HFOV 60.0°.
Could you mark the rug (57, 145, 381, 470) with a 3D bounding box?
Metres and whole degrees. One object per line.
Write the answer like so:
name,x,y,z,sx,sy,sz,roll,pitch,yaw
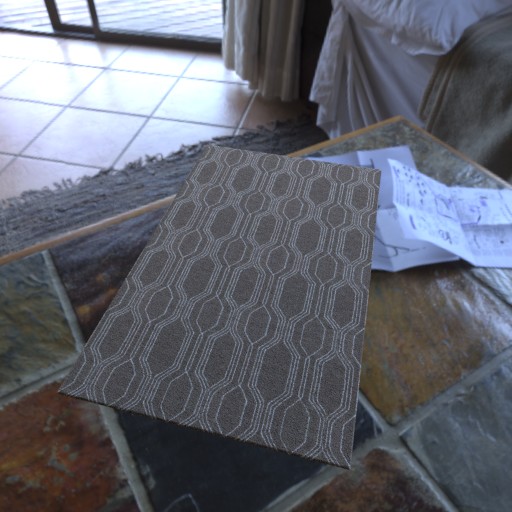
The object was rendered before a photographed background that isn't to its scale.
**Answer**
rug,0.000,0.000,3.026,1.541,0.012,2.457,11,47,10
